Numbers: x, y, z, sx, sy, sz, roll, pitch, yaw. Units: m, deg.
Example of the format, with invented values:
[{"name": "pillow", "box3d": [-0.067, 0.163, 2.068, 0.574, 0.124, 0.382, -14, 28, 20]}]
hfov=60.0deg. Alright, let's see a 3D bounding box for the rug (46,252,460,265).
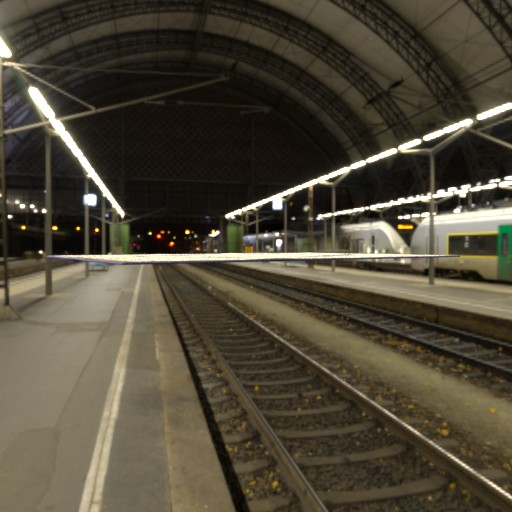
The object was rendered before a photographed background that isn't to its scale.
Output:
[{"name": "rug", "box3d": [0.000, 0.000, 2.277, 1.781, 0.012, 1.184, -1, 1, -35]}]
